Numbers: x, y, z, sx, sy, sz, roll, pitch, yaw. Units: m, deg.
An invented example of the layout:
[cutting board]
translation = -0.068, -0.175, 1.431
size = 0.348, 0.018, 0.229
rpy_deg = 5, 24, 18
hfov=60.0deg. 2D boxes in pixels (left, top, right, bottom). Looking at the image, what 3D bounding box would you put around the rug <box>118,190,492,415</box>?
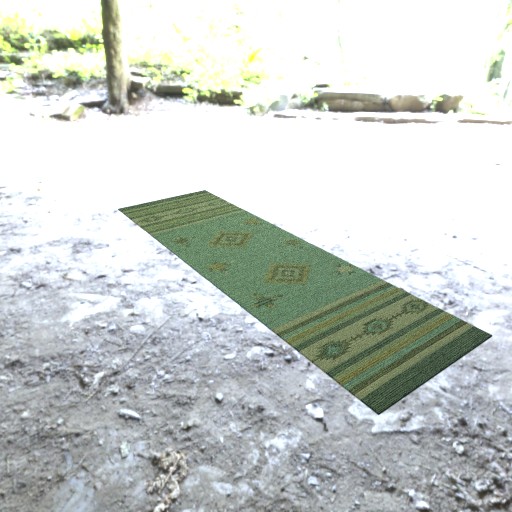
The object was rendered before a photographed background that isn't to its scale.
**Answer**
[rug]
translation = 0.000, 0.000, 2.597
size = 0.744, 0.010, 2.441
rpy_deg = -18, 32, -32
